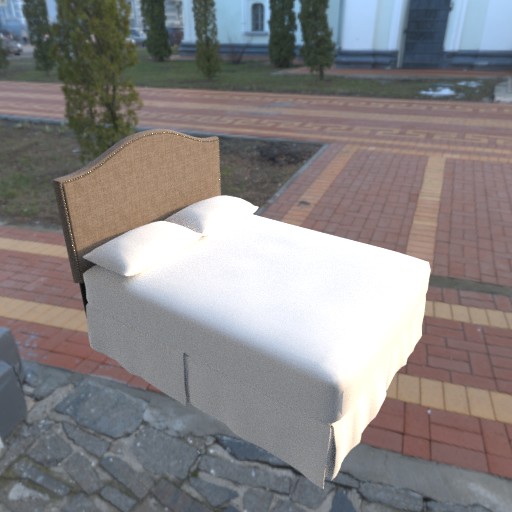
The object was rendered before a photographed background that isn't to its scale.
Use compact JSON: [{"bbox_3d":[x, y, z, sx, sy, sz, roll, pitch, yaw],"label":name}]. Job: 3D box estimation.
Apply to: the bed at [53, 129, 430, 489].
[{"bbox_3d":[0.000,0.000,3.162,2.153,1.518,1.713,18,32,31],"label":"bed"}]
